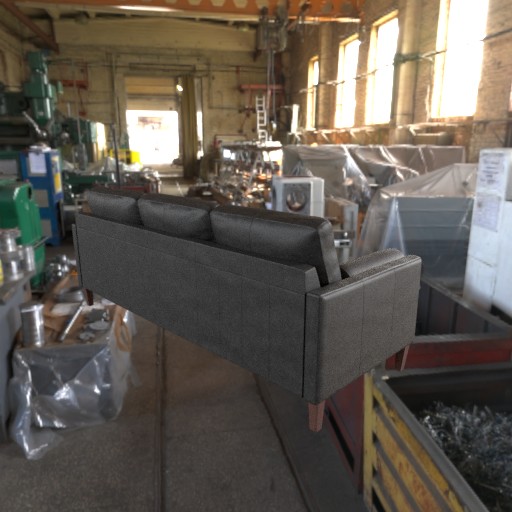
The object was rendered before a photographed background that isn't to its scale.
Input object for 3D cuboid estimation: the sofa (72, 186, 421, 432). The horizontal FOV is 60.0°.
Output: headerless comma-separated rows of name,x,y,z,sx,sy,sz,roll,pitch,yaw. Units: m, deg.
sofa,0.000,0.000,2.907,1.497,0.876,2.178,-14,20,-43
